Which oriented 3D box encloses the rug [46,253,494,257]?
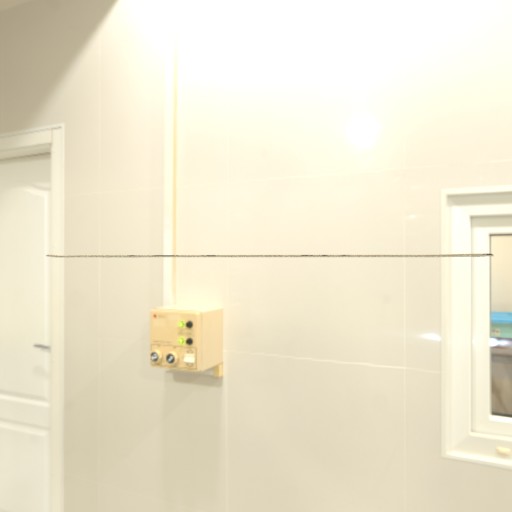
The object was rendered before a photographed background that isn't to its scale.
[{"bbox_3d":[0.000,0.000,2.517,2.301,0.017,0.692,0,0,17],"label":"rug"}]
